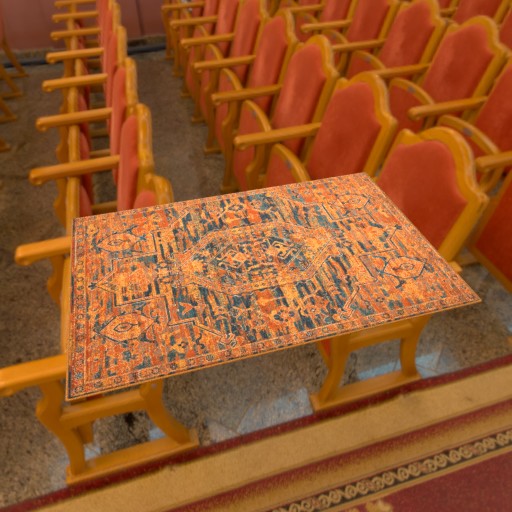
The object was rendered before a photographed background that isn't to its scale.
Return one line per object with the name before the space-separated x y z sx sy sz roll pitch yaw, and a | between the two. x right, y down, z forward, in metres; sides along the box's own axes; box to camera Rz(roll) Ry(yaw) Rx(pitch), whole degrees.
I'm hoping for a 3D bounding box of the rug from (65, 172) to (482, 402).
rug | 0.000 0.000 1.073 0.863 0.008 0.557 -11 43 -12
